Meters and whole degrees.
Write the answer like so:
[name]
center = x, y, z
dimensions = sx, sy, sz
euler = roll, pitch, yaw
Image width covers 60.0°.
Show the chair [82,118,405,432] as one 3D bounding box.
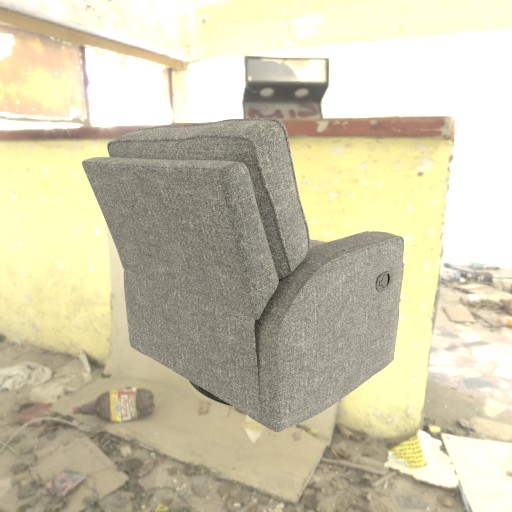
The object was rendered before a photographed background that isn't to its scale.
[chair]
center = 0.000, 0.000, 1.685
dimensions = 0.861, 0.962, 0.964
euler = 13, 19, 43
